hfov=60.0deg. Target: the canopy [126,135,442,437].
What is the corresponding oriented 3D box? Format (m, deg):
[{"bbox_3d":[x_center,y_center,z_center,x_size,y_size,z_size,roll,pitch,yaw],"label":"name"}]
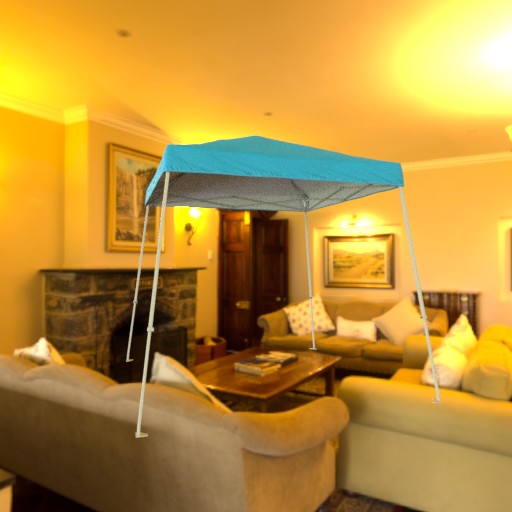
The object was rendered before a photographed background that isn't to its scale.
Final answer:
[{"bbox_3d":[0.000,0.000,5.220,2.849,2.850,2.850,0,-1,-18],"label":"canopy"}]
